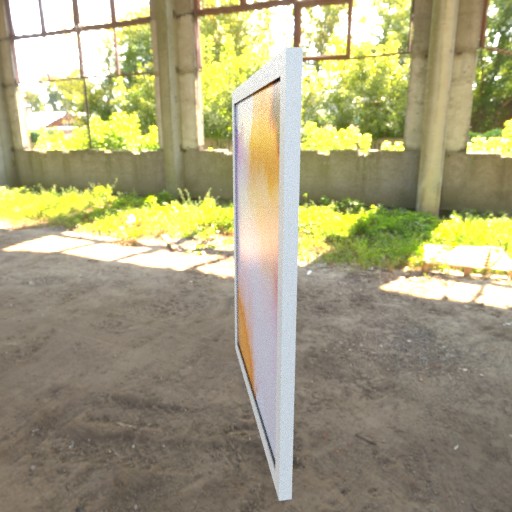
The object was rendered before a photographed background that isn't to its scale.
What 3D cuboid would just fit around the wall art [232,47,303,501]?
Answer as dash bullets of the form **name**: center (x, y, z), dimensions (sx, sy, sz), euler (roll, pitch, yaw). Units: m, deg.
- **wall art**: center (0.000, 0.000, 1.075), dimensions (0.026, 0.811, 0.661), euler (-3, 15, -10)
